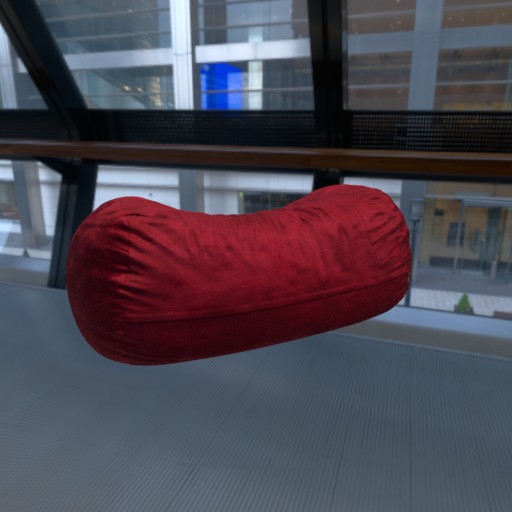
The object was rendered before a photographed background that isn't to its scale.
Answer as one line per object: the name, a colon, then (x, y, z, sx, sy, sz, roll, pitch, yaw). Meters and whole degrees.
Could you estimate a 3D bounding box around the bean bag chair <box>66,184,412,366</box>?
bean bag chair: (0.000, 0.000, 2.891, 2.293, 0.867, 1.216, -8, 17, -26)
